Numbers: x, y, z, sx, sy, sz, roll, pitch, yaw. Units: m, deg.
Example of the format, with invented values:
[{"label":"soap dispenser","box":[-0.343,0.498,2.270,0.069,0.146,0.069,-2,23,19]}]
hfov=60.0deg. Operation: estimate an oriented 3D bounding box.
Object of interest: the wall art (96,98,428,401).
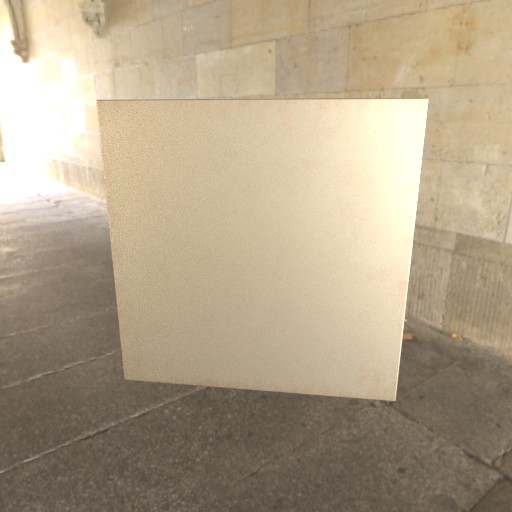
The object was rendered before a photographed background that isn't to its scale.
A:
[{"label":"wall art","box":[0.000,0.000,0.760,0.503,0.506,0.040,2,17,7]}]
